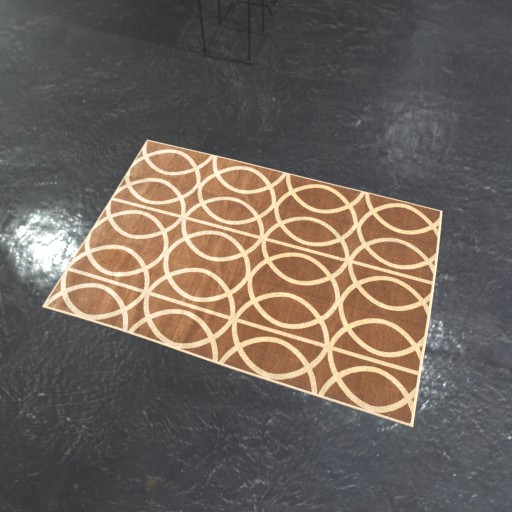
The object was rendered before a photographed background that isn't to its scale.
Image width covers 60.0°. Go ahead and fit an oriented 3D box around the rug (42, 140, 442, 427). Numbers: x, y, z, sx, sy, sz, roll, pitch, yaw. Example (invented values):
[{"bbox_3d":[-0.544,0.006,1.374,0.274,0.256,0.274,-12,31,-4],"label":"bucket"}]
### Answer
[{"bbox_3d":[0.000,0.000,2.935,2.294,0.014,1.528,15,60,9],"label":"rug"}]
